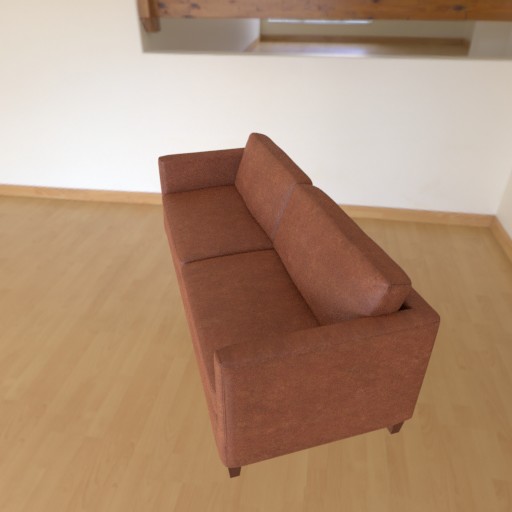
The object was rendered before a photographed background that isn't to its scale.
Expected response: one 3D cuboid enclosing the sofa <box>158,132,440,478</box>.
[{"bbox_3d":[0.000,0.000,2.695,0.950,0.932,2.204,-9,34,-13],"label":"sofa"}]
